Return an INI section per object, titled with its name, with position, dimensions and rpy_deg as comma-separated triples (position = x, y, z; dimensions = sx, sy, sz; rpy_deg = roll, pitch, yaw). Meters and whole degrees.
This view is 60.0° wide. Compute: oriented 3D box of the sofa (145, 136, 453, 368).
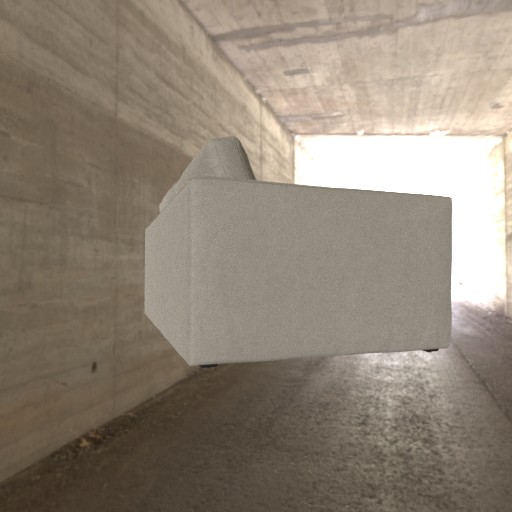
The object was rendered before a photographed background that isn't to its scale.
[sofa]
position = 0.000, 0.000, 2.523
dimensions = 1.091, 0.839, 1.905
rpy_deg = 1, -2, -18
